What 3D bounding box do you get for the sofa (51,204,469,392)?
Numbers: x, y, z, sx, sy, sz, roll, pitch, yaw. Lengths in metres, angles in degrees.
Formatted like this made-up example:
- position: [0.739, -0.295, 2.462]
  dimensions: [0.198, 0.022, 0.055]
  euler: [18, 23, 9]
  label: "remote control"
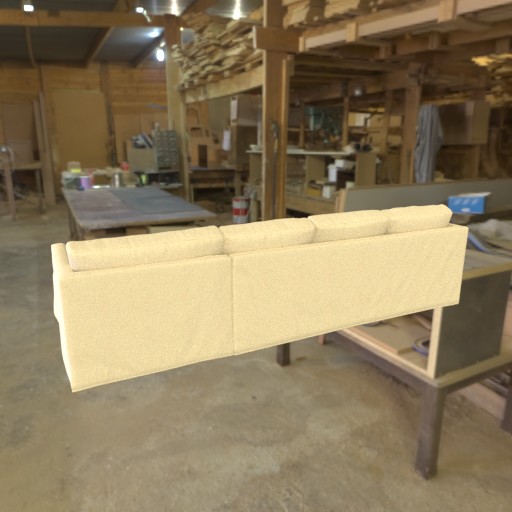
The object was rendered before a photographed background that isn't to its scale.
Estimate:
- position: [0.000, 0.000, 3.788]
  dimensions: [3.206, 0.871, 1.622]
  euler: [-7, 17, -25]
  label: "sofa"
